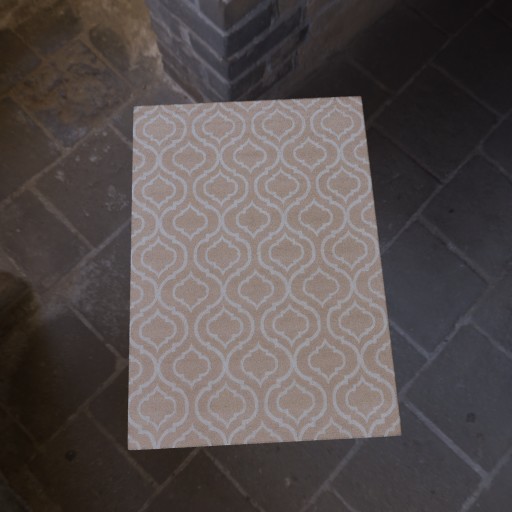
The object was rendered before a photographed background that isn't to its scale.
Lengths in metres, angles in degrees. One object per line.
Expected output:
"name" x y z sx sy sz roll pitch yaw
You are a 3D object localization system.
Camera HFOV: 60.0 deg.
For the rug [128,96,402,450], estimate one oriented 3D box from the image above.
"rug" 0.000 0.000 2.712 1.524 0.010 2.134 -3 76 -1
